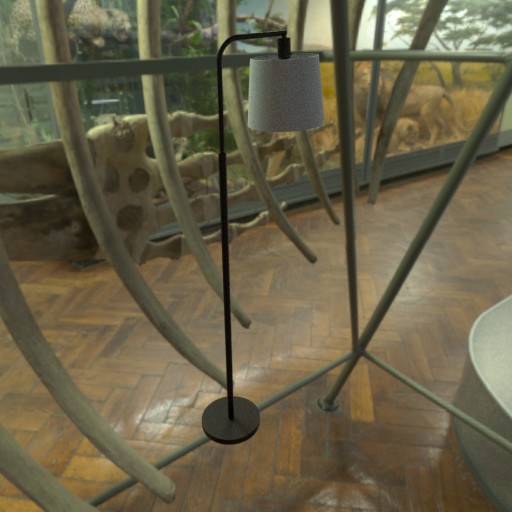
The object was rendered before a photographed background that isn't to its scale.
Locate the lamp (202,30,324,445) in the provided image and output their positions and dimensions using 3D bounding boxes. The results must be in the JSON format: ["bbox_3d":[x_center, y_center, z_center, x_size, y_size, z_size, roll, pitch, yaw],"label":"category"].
[{"bbox_3d":[0.000,0.000,1.624,0.508,1.478,0.254,-18,31,-32],"label":"lamp"}]
